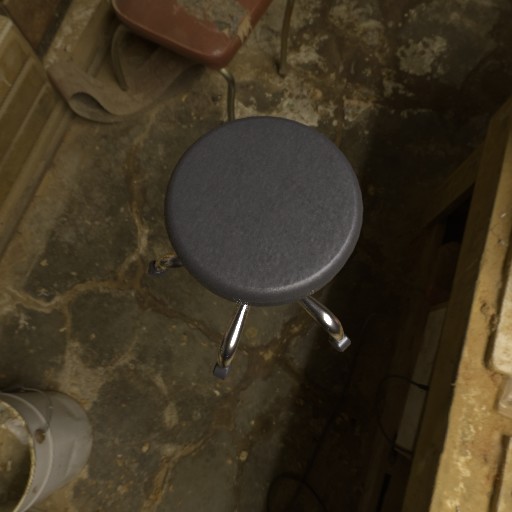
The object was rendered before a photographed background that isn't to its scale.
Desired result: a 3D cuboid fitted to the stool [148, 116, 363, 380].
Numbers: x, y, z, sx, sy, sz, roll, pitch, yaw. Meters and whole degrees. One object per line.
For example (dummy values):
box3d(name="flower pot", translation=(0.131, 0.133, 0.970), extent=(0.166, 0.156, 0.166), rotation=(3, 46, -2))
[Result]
box3d(name="stool", translation=(0.000, 0.000, 1.141), extent=(0.673, 0.576, 0.638), rotation=(20, 75, 6))
